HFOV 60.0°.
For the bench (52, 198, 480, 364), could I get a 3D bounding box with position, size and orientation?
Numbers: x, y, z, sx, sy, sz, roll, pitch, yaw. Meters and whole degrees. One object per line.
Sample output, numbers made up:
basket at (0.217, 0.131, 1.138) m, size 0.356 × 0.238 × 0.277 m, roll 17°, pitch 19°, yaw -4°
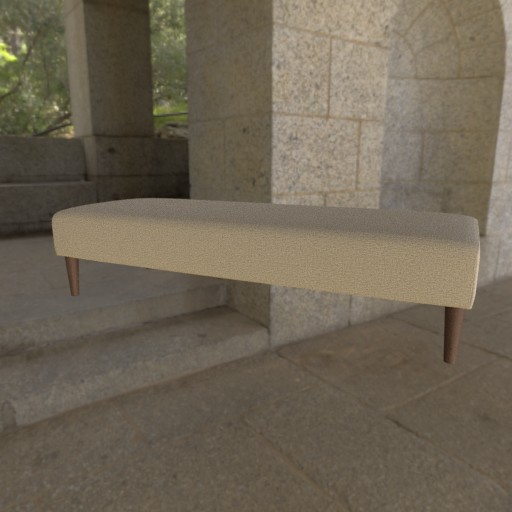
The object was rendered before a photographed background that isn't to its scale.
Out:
bench at (0.000, 0.000, 1.811) m, size 1.609 × 0.393 × 0.646 m, roll 6°, pitch 14°, yaw 24°
